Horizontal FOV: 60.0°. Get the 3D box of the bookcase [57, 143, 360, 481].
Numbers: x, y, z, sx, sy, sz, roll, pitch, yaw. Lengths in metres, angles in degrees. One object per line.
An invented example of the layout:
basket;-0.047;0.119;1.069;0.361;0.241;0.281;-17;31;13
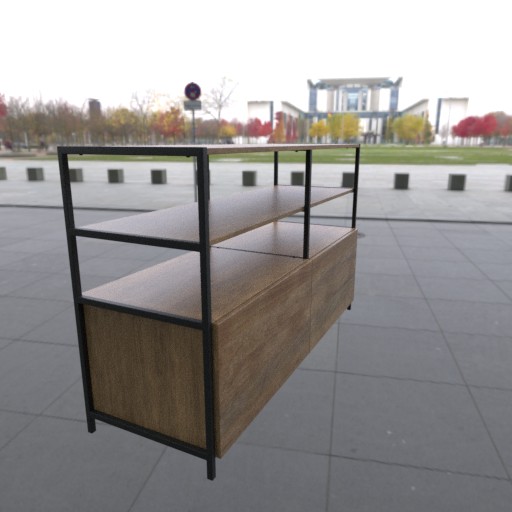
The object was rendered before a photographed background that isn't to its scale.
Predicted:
bookcase;0.000;0.000;1.459;0.391;0.712;1.149;7;16;26
